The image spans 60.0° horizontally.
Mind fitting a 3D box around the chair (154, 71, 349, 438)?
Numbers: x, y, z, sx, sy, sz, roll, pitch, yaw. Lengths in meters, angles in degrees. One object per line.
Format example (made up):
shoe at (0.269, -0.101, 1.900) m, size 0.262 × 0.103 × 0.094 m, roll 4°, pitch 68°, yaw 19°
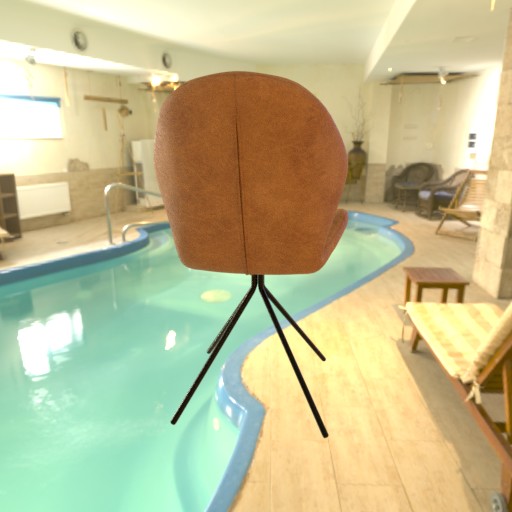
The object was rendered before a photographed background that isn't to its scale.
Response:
chair at (0.000, 0.000, 1.292) m, size 0.527 × 0.929 × 0.640 m, roll 2°, pitch 15°, yaw 7°
